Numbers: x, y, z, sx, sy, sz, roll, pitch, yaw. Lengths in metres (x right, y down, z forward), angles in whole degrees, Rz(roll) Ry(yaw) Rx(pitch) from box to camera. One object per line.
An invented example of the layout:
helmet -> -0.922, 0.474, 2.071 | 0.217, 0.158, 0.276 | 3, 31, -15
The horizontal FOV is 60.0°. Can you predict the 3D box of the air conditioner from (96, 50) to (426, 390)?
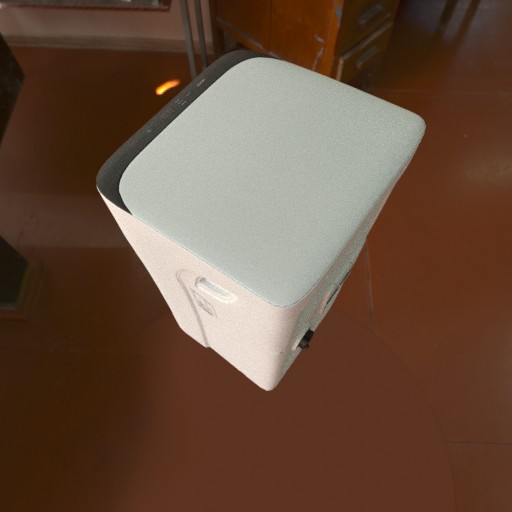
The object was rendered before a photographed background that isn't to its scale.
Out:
air conditioner -> 0.000, 0.000, 0.906 | 0.369, 0.716, 0.352 | 33, 68, 15
